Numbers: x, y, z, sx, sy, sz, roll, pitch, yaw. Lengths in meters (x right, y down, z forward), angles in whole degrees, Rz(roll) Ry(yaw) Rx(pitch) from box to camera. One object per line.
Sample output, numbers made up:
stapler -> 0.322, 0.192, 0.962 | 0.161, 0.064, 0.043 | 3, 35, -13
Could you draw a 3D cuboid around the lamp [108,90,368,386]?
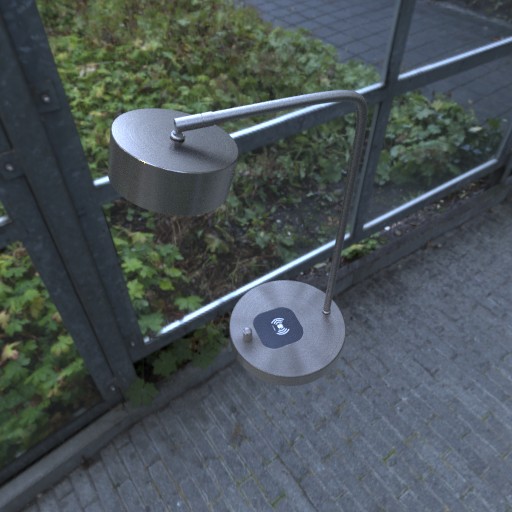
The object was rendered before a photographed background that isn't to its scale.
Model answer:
lamp -> 0.000, 0.000, 0.640 | 0.334, 0.469, 0.211 | -16, 48, -15
